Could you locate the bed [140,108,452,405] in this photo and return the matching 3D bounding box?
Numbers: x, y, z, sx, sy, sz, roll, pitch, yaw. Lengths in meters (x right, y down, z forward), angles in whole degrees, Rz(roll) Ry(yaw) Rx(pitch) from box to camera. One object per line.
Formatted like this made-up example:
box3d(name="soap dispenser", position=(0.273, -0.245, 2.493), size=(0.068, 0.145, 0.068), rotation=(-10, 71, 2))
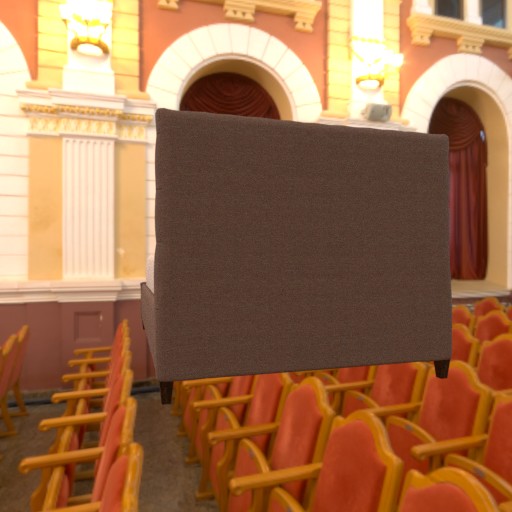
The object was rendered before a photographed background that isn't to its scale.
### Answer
box3d(name="bed", position=(0.000, 0.000, 3.465), size=(1.698, 1.427, 2.387), rotation=(0, 0, -17))
